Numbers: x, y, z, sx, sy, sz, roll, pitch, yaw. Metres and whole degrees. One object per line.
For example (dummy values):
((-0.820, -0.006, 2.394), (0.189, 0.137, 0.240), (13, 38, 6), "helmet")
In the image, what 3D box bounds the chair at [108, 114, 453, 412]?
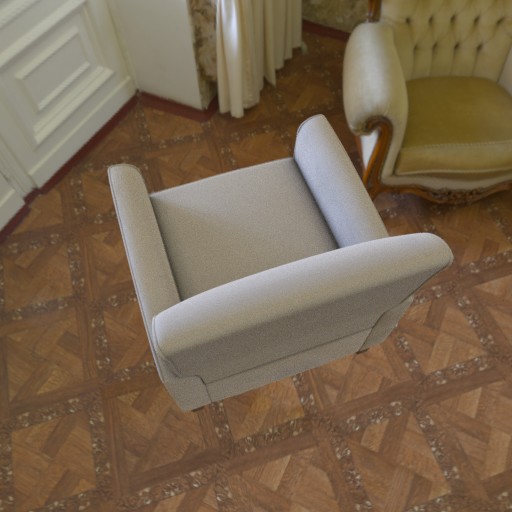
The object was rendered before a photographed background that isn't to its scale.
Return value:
((0.000, 0.000, 1.561), (0.820, 0.915, 0.821), (-17, 61, -10), "chair")
